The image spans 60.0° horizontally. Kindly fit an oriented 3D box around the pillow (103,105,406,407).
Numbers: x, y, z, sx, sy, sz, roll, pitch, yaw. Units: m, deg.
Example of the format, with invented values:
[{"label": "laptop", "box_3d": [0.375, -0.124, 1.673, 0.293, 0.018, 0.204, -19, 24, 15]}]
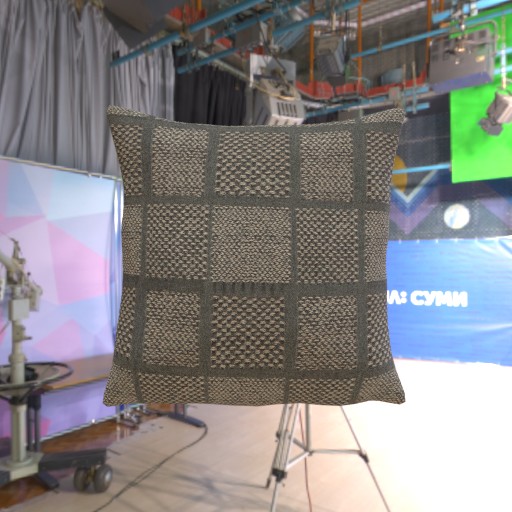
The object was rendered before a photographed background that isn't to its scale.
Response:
[{"label": "pillow", "box_3d": [0.000, 0.000, 0.638, 0.435, 0.432, 0.138, 0, 0, -1]}]
